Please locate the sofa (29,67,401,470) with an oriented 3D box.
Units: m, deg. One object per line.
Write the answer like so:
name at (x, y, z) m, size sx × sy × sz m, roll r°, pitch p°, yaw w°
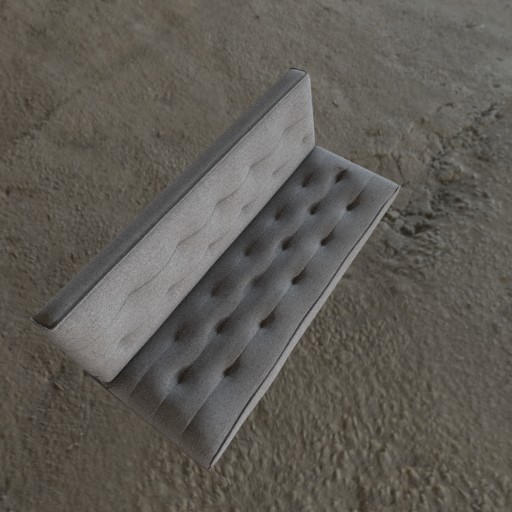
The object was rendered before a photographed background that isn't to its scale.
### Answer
sofa at (0.000, 0.000, 2.238) m, size 0.810 × 0.830 × 1.820 m, roll 31°, pitch 63°, yaw 17°
